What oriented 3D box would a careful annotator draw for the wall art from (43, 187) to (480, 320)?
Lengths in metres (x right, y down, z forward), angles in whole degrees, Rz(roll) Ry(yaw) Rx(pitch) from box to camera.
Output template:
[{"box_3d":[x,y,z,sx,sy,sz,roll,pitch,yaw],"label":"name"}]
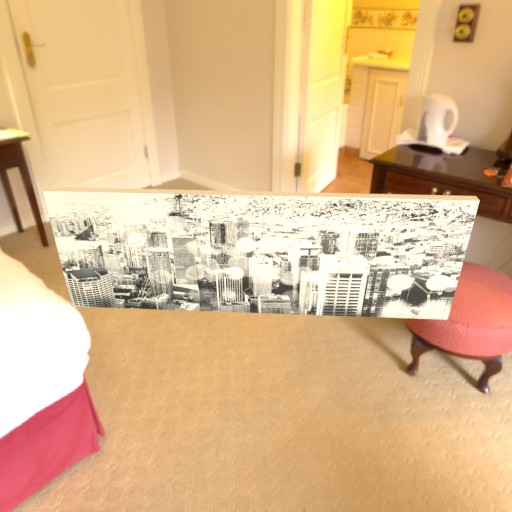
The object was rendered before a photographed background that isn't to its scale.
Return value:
[{"box_3d":[0.000,0.000,1.682,1.520,0.507,0.044,2,30,3],"label":"wall art"}]
